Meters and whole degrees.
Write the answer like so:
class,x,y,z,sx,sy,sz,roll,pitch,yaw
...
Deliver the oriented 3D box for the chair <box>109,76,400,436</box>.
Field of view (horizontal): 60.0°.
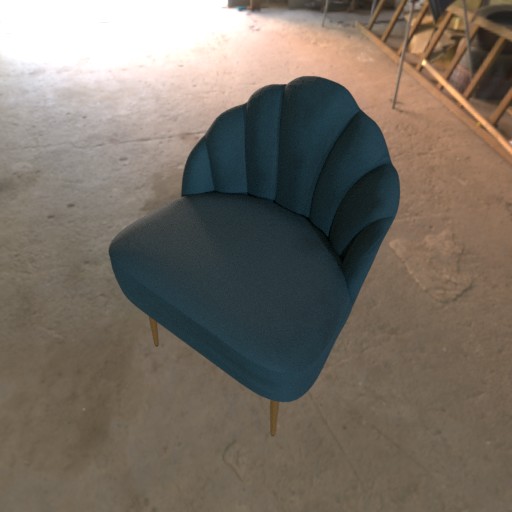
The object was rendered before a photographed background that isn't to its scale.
class,x,y,z,sx,sy,sz,roll,pitch,yaw
chair,0.000,0.000,1.253,0.657,0.819,0.599,29,53,25
